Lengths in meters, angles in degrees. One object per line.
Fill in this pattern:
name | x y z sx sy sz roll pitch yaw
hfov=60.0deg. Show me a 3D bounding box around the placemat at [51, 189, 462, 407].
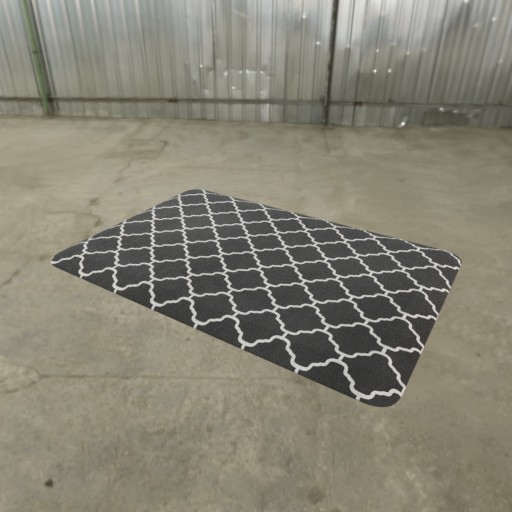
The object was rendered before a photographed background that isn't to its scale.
placemat | 0.000 0.000 0.958 0.762 0.021 0.508 18 34 28
